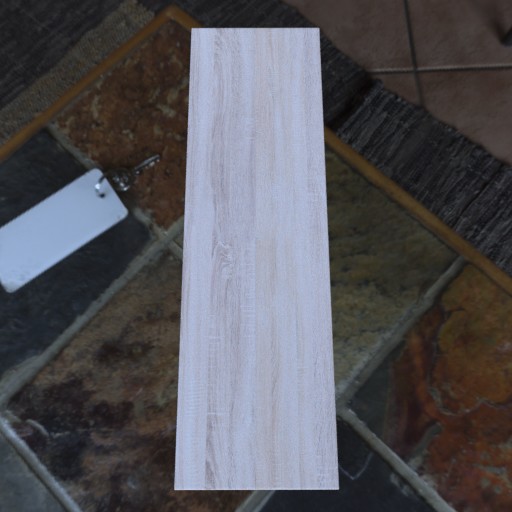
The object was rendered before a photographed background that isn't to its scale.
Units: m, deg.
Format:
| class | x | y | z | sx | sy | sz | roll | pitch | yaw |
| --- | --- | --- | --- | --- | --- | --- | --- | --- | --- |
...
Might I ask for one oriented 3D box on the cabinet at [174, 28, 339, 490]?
| class | x | y | z | sx | sy | sz | roll | pitch | yaw |
| --- | --- | --- | --- | --- | --- | --- | --- | --- | --- |
| cabinet | 0.000 | 0.000 | 1.919 | 0.500 | 0.780 | 1.650 | 0 | 76 | 0 |
